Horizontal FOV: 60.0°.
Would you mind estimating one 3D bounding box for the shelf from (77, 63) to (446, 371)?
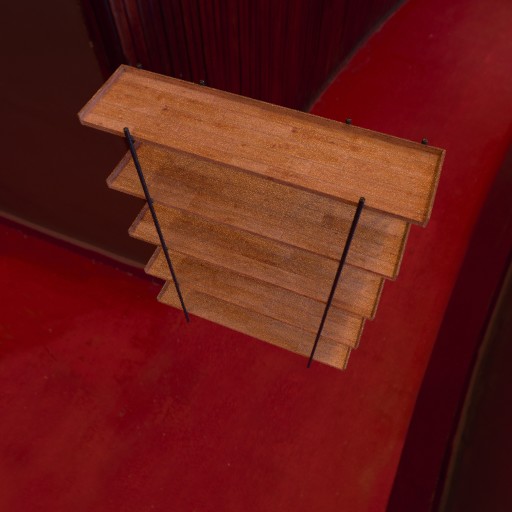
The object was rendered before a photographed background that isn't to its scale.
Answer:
[{"bbox_3d":[0.000,0.000,2.450,1.371,1.826,0.379,19,60,11],"label":"shelf"}]
